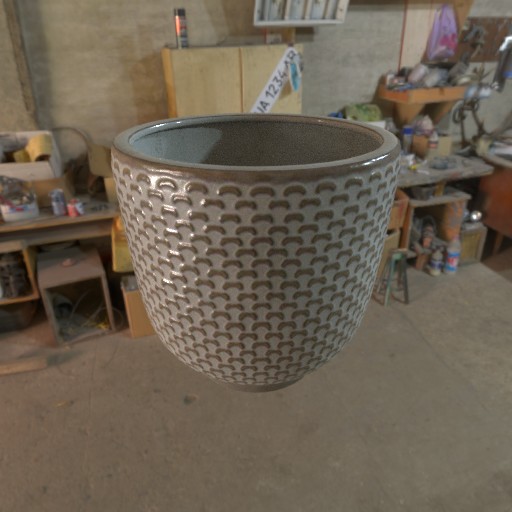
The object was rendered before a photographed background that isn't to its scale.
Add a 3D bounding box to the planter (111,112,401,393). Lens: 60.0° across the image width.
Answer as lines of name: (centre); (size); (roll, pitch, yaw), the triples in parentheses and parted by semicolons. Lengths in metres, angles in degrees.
planter: (0.000, 0.000, 0.350); (0.197, 0.191, 0.197); (0, 26, 0)
